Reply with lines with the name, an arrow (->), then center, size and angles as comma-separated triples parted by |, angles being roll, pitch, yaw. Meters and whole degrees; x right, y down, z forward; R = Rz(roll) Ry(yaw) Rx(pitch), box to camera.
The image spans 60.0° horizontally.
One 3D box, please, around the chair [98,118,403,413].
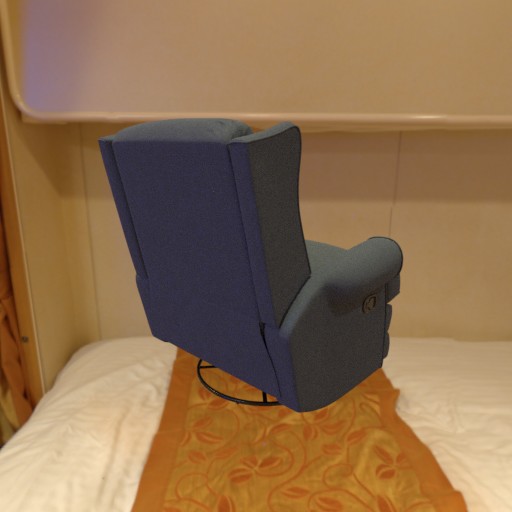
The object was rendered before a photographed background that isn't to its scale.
chair -> 0.000, 0.000, 1.748 | 0.971, 1.020, 0.877 | 14, 21, 42
